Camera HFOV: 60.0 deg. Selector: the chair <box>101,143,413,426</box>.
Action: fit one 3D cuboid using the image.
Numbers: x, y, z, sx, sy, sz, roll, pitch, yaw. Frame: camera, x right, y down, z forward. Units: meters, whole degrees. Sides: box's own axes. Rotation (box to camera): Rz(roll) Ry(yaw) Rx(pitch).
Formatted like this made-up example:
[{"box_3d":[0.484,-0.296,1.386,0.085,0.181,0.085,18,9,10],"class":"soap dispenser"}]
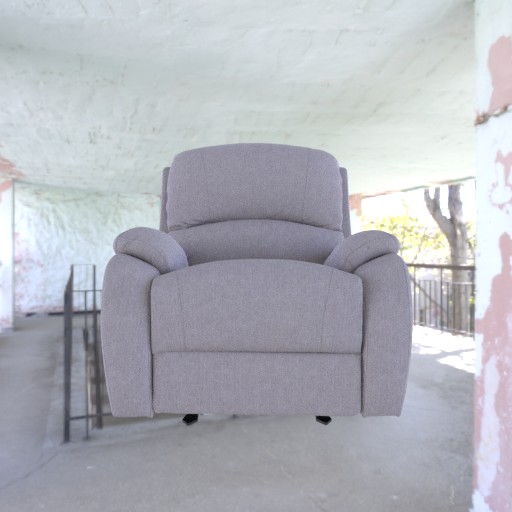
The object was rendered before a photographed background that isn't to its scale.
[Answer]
[{"box_3d":[0.000,0.000,1.696,0.930,1.011,0.899,0,1,-1],"class":"chair"}]
